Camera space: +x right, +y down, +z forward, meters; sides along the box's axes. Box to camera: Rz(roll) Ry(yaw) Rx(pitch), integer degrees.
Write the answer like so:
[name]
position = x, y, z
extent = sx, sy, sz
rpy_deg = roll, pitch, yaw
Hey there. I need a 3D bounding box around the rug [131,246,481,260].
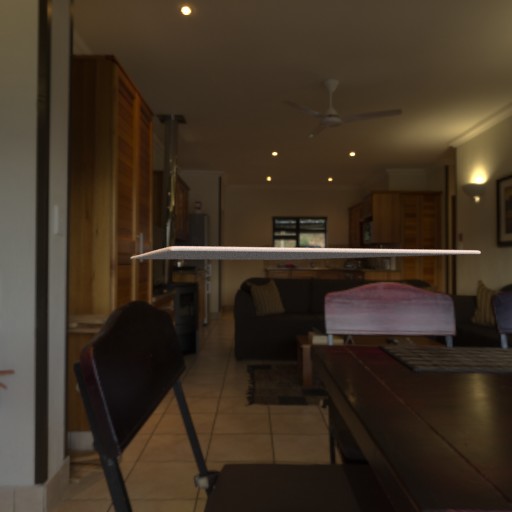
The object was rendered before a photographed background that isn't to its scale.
[rug]
position = 0.000, 0.000, 2.135
extent = 1.067, 0.013, 1.676
rpy_deg = 0, -1, -19
